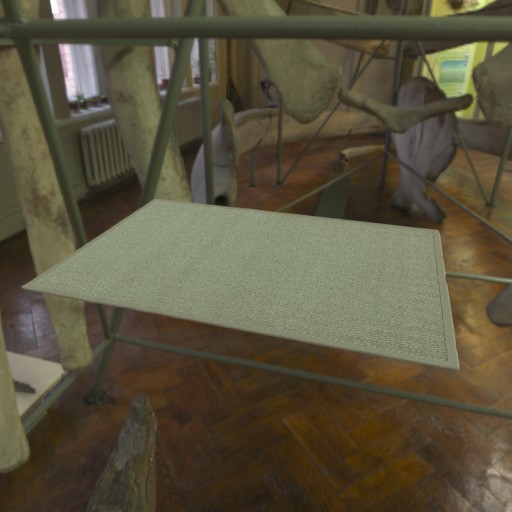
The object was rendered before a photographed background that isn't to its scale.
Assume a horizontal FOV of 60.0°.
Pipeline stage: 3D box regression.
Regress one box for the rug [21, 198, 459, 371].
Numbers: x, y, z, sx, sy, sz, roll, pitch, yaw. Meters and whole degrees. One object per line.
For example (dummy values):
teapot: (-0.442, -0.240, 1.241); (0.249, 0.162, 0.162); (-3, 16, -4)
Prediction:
rug: (0.000, 0.000, 2.840); (2.290, 0.021, 1.540); (8, 28, 15)
